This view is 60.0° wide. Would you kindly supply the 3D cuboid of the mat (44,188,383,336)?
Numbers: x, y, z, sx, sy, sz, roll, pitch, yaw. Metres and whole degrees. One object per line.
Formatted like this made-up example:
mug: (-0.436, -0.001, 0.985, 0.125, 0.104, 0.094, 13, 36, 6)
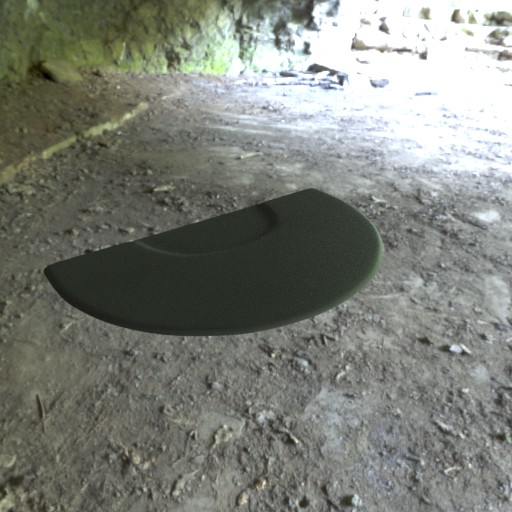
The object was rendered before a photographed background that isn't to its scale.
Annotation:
mat: (0.000, 0.000, 1.896, 1.525, 0.022, 0.917, -20, 35, -32)
